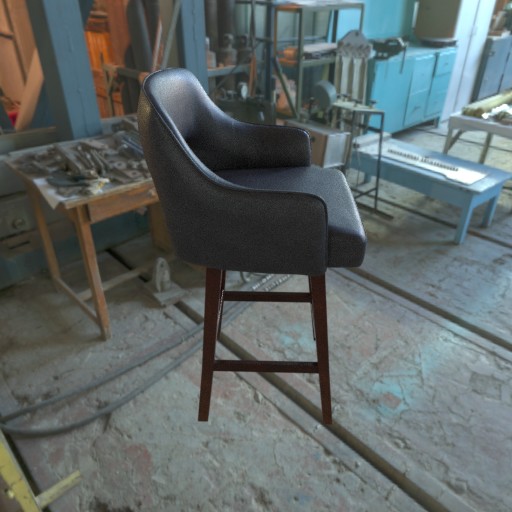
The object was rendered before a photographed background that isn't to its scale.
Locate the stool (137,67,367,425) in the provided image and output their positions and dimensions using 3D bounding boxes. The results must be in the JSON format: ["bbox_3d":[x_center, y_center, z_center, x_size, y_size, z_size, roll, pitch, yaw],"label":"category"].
[{"bbox_3d":[0.000,0.000,1.360,0.560,1.041,0.550,1,32,1],"label":"stool"}]
